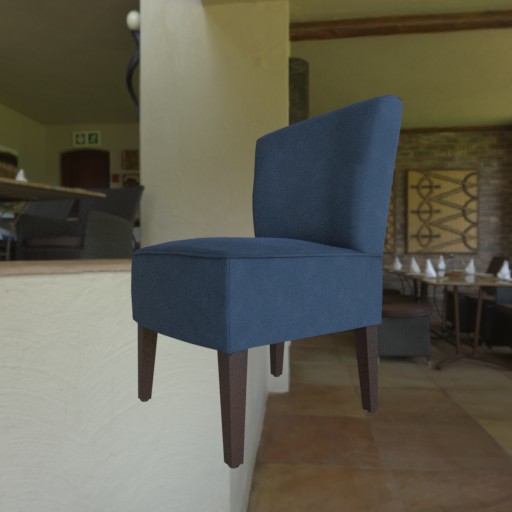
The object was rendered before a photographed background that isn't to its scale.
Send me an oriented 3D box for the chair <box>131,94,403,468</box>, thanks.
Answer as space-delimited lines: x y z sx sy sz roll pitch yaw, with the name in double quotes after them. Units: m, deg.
0.000 0.000 1.161 0.551 0.806 0.521 -1 1 -36 "chair"
